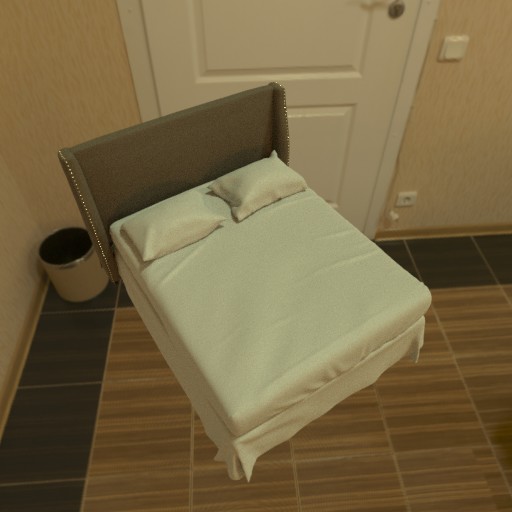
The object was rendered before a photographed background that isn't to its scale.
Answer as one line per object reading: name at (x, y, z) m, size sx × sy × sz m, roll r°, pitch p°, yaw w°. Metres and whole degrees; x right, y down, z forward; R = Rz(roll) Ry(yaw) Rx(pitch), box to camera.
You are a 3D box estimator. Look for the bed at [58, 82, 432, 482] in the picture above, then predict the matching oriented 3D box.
bed at (0.000, 0.000, 3.326) m, size 1.925 × 1.332 × 2.276 m, roll -26°, pitch 53°, yaw -22°
